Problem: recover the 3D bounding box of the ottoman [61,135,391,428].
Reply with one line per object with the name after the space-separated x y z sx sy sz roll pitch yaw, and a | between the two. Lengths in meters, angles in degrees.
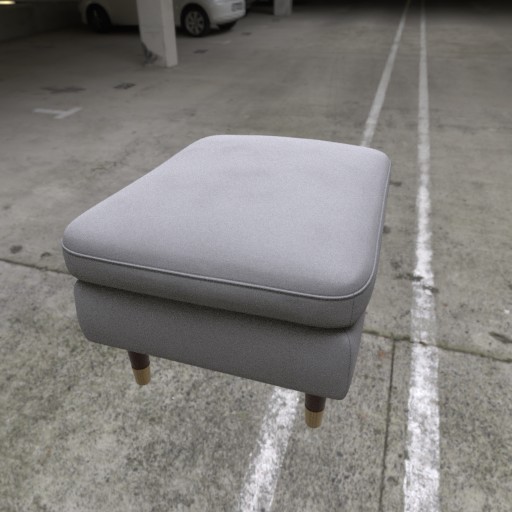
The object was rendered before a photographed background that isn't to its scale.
0.000 0.000 1.122 0.593 0.478 0.747 9 31 15 | ottoman
